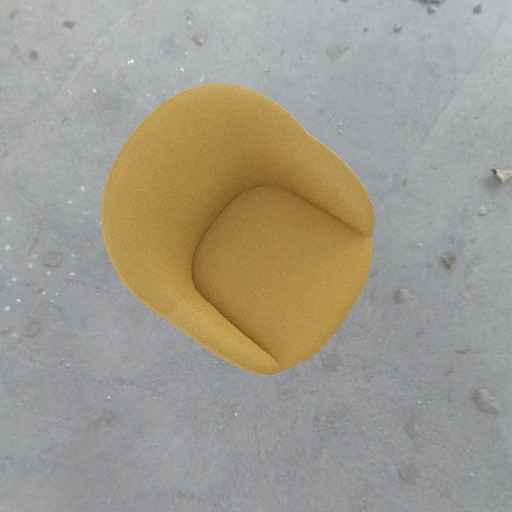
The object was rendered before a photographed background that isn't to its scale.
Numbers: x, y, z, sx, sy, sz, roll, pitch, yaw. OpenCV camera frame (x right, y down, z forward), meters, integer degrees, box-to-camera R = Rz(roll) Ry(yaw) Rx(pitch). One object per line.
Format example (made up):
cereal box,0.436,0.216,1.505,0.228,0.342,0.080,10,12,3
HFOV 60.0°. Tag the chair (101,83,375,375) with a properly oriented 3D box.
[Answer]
chair,0.000,0.000,1.225,0.583,0.793,0.551,35,78,8
